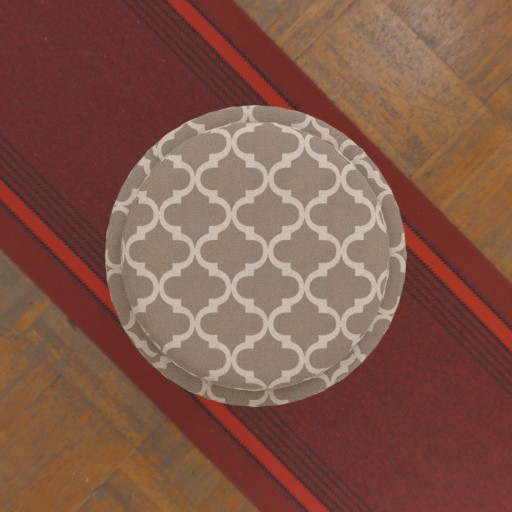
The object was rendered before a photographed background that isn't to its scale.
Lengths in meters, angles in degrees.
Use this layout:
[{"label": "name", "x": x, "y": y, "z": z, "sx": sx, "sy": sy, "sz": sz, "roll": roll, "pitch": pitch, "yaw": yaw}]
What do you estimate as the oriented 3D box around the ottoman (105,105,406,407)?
[{"label": "ottoman", "x": 0.000, "y": 0.000, "z": 0.834, "sx": 0.480, "sy": 0.429, "sz": 0.480, "roll": 0, "pitch": 90, "yaw": 0}]
